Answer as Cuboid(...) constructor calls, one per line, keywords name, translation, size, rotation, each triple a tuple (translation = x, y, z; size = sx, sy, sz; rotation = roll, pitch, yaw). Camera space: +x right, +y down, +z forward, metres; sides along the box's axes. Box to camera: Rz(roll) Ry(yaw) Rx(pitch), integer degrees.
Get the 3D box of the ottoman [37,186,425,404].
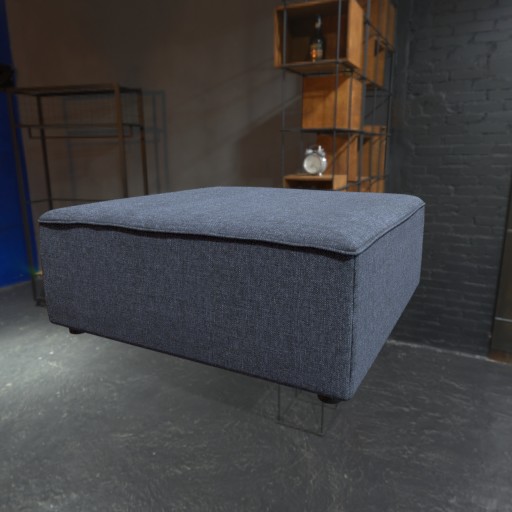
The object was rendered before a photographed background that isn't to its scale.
Cuboid(name="ottoman", translation=(0.000, 0.000, 1.592), size=(1.017, 0.423, 1.023), rotation=(7, 15, 28))
